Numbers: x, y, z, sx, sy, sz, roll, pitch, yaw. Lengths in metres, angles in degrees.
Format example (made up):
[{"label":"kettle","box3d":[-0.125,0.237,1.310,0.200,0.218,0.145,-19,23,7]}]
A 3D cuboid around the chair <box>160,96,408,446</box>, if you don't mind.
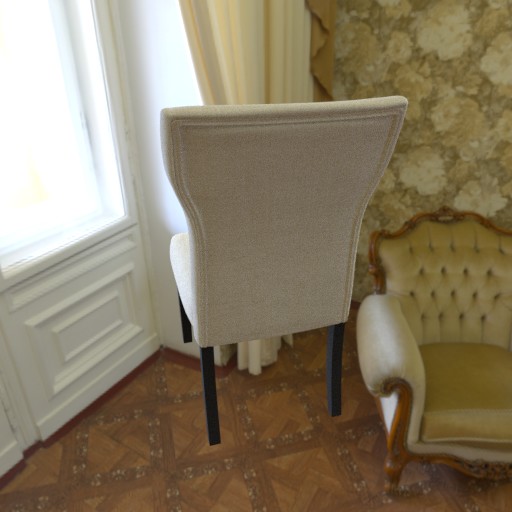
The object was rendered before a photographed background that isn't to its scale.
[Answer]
[{"label":"chair","box3d":[0.000,0.000,1.282,0.509,0.921,0.597,-7,28,-14]}]
